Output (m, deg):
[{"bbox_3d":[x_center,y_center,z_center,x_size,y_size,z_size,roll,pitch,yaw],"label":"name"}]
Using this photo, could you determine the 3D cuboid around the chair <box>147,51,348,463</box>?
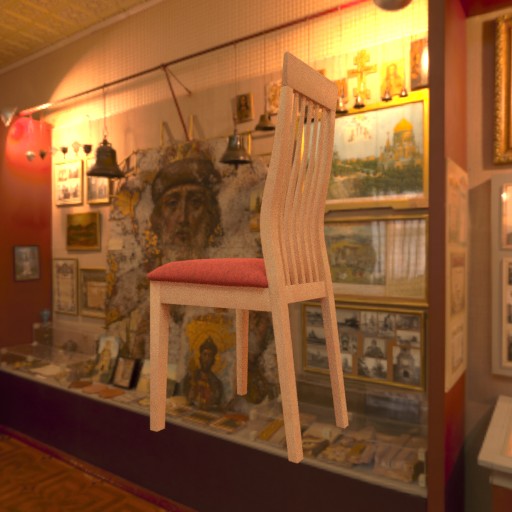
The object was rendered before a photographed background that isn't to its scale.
[{"bbox_3d":[0.000,0.000,1.346,0.474,1.027,0.460,0,1,36],"label":"chair"}]
